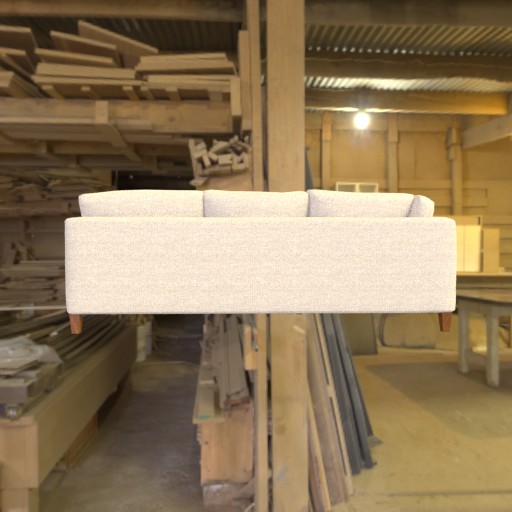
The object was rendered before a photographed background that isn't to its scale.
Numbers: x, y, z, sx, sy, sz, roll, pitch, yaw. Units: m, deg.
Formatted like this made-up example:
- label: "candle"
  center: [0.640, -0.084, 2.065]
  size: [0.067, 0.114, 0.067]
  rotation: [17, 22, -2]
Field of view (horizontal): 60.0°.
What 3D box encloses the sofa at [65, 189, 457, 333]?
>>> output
- label: "sofa"
  center: [0.000, 0.000, 4.582]
  size: [2.594, 0.961, 3.460]
  rotation: [0, 1, -1]
